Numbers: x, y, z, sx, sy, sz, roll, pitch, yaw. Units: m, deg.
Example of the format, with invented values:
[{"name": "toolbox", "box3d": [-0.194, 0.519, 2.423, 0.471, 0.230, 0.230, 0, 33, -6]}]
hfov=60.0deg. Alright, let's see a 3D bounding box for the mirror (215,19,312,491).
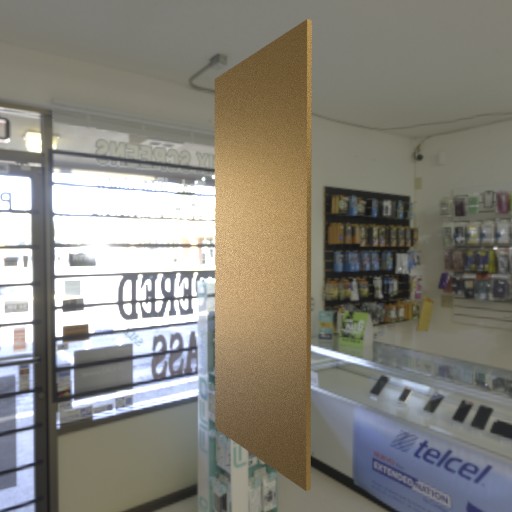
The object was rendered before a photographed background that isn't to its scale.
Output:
[{"name": "mirror", "box3d": [0.000, 0.000, 2.249, 0.025, 2.031, 0.812, -1, 1, -34]}]
